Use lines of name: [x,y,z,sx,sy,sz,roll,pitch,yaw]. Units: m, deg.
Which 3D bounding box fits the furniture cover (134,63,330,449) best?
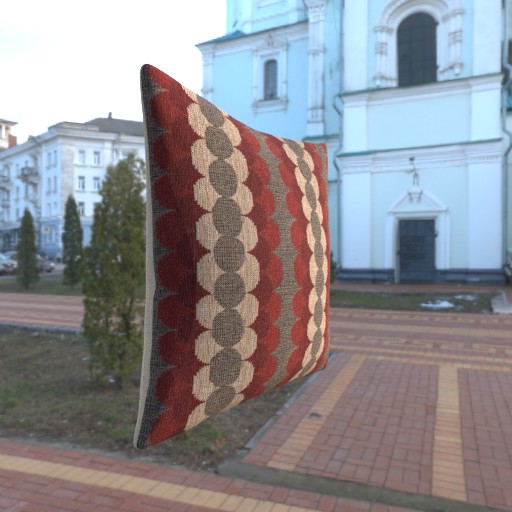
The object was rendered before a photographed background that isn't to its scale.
furniture cover: [0.000,0.000,0.646,0.145,0.420,0.435,0,0,36]
